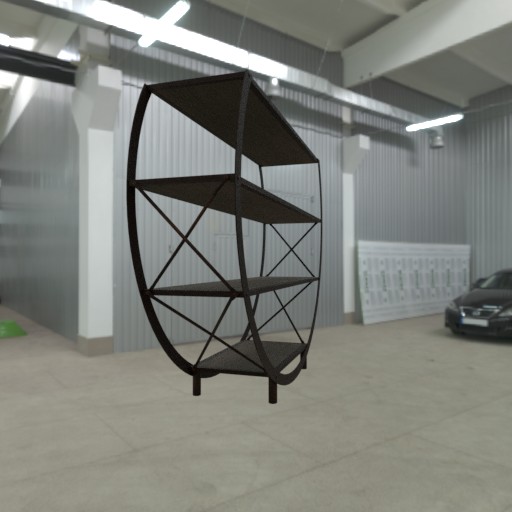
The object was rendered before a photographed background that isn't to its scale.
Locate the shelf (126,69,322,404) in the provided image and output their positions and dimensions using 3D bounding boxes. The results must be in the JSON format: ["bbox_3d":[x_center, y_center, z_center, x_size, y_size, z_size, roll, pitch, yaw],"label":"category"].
[{"bbox_3d":[0.000,0.000,1.900,0.344,1.063,1.403,0,-1,18],"label":"shelf"}]
